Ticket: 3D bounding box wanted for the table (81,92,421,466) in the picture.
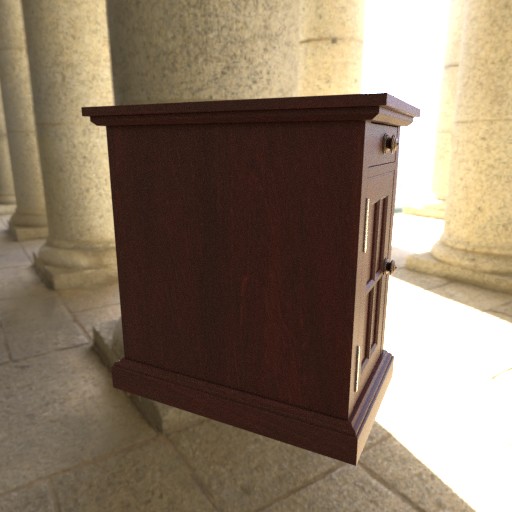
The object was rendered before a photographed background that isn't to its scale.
[{"bbox_3d":[0.000,0.000,0.965,0.584,0.612,0.356,7,16,26],"label":"table"}]
